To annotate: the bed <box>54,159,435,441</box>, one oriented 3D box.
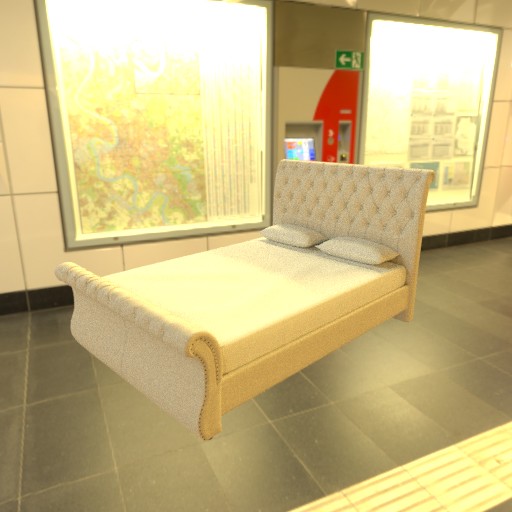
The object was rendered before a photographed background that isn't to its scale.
[{"bbox_3d":[0.000,0.000,3.448,2.493,1.268,1.606,-16,23,-42],"label":"bed"}]
